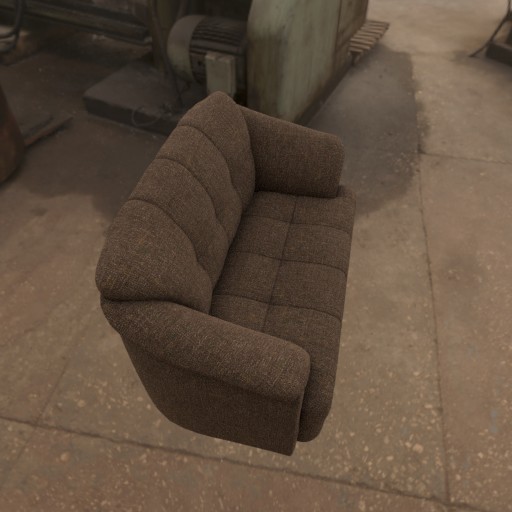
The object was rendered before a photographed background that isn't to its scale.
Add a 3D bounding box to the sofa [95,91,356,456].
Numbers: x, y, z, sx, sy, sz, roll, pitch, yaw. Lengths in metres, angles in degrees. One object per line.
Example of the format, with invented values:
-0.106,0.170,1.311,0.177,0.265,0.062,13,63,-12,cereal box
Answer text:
0.000,0.000,1.908,0.799,0.895,1.404,10,47,9,sofa
